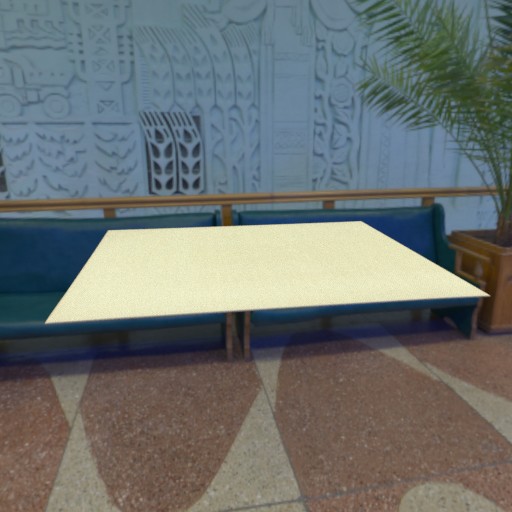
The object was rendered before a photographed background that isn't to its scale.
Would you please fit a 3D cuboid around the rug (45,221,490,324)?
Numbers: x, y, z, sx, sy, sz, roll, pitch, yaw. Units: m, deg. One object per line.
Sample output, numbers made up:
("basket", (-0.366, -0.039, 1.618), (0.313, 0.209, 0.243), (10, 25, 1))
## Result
("rug", (0.000, 0.000, 4.123), (3.039, 0.018, 2.462), (-3, 17, -8))
